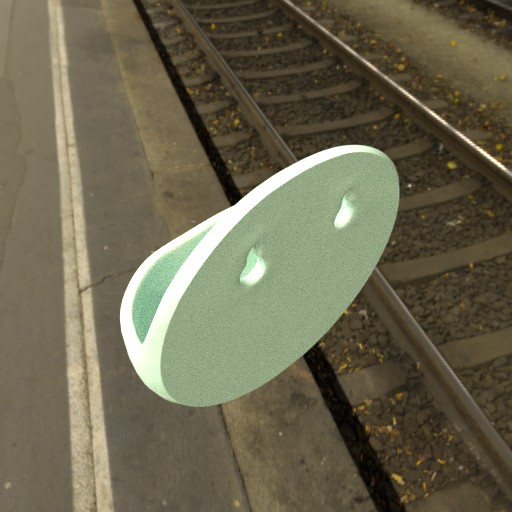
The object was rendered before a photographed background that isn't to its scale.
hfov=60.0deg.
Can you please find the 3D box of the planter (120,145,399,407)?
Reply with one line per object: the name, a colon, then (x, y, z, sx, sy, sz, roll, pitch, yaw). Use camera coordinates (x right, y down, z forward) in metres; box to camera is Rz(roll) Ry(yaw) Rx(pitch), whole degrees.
planter: (0.000, 0.000, 0.269, 0.189, 0.164, 0.073, -31, 53, -27)
